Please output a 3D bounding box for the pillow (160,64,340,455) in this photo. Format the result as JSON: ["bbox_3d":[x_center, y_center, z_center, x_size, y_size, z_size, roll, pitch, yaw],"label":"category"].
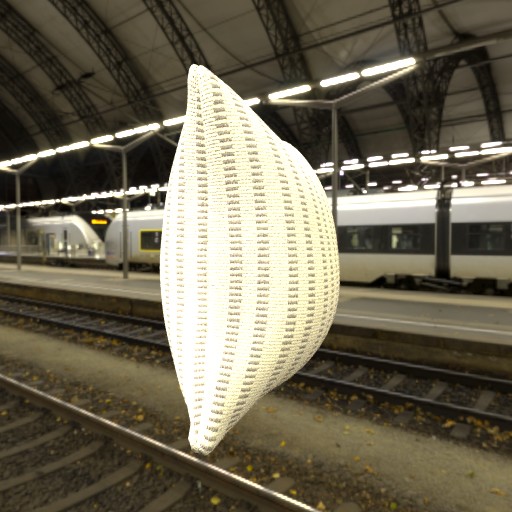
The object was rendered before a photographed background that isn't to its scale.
[{"bbox_3d":[0.000,0.000,0.675,0.247,0.419,0.438,1,2,17],"label":"pillow"}]
